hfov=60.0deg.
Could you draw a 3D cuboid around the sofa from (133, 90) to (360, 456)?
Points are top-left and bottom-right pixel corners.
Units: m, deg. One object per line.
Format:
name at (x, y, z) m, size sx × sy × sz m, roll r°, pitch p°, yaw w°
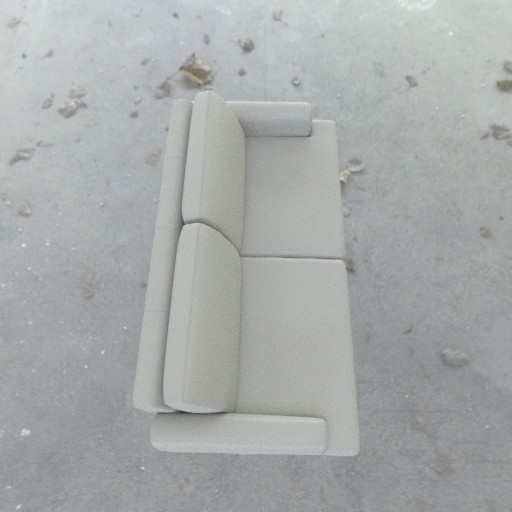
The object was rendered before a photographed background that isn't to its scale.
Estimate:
sofa at (0.000, 0.000, 2.370) m, size 0.974 × 0.765 × 1.940 m, roll 1°, pitch 64°, yaw 0°
